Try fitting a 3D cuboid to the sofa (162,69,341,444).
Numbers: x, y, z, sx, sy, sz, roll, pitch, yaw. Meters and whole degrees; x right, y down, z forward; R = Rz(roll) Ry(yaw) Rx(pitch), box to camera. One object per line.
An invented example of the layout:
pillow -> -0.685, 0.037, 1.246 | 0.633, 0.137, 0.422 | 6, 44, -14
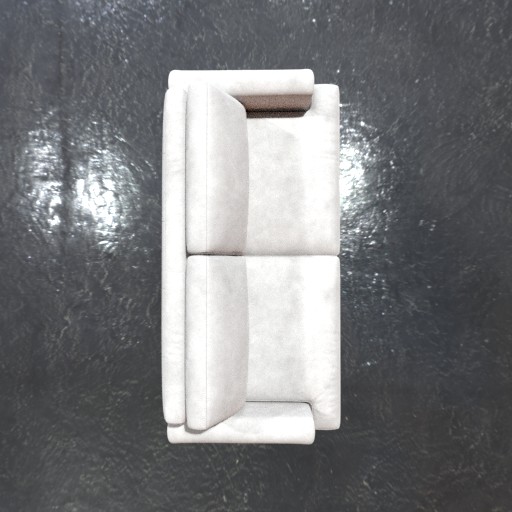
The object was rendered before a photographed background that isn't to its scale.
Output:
sofa -> 0.000, 0.000, 2.510 | 0.980, 0.830, 2.013 | 0, 89, 1
